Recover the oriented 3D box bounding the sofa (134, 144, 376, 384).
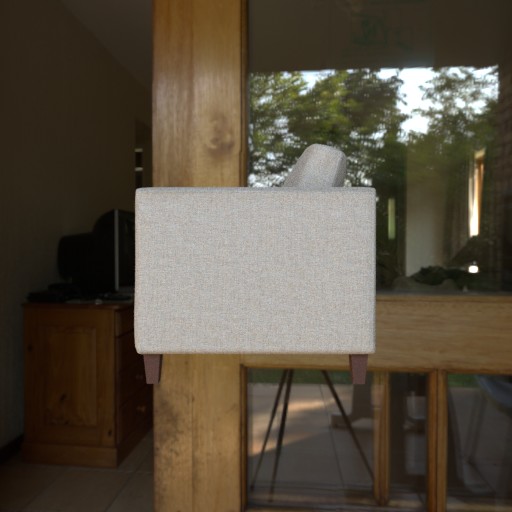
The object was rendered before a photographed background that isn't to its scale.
[{"bbox_3d":[0.000,0.000,2.875,0.951,0.965,2.434,0,1,0],"label":"sofa"}]
